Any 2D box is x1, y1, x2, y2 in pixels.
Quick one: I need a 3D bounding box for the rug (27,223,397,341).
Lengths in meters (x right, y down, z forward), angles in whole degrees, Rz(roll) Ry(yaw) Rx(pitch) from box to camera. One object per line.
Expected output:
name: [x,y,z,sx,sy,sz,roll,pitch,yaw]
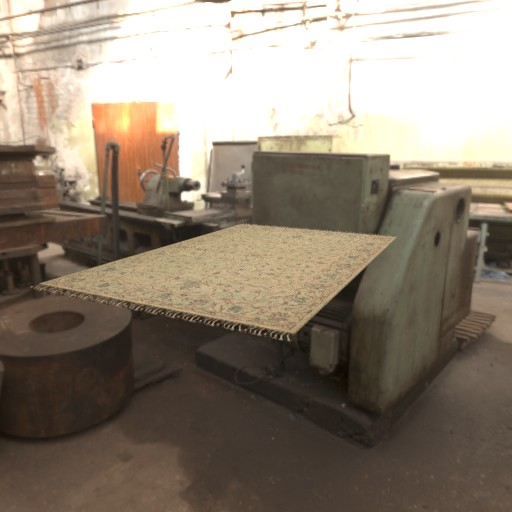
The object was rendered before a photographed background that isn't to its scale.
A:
rug: [0.000,0.000,3.092,1.544,0.010,2.435,7,15,26]
